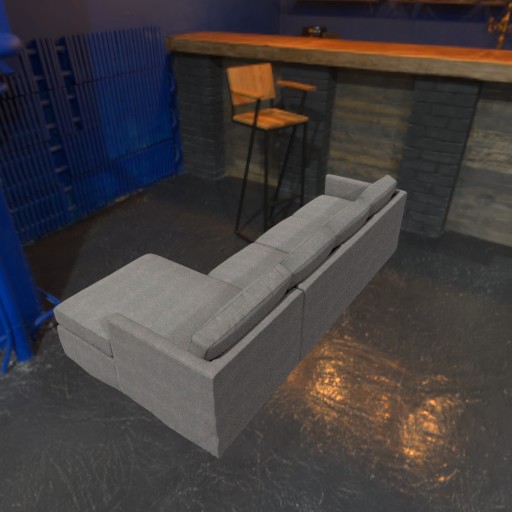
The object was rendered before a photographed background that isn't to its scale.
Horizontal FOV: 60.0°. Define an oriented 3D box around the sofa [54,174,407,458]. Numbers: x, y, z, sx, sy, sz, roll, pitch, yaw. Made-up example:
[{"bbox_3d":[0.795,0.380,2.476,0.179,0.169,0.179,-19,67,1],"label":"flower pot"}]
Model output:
[{"bbox_3d":[0.000,0.000,4.070,1.650,0.922,3.205,20,37,29],"label":"sofa"}]
